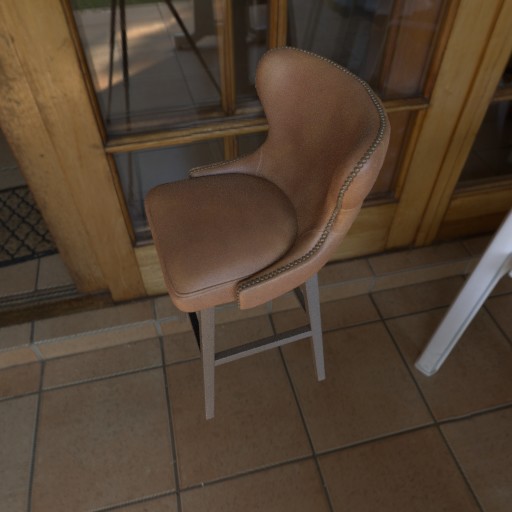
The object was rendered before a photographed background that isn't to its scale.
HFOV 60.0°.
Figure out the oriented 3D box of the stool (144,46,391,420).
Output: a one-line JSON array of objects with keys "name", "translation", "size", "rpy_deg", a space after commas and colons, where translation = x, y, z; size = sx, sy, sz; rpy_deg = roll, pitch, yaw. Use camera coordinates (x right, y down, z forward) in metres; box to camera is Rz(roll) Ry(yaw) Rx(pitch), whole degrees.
[{"name": "stool", "translation": [0.000, 0.000, 1.433], "size": [0.606, 1.087, 0.591], "rpy_deg": [-14, 49, -13]}]
